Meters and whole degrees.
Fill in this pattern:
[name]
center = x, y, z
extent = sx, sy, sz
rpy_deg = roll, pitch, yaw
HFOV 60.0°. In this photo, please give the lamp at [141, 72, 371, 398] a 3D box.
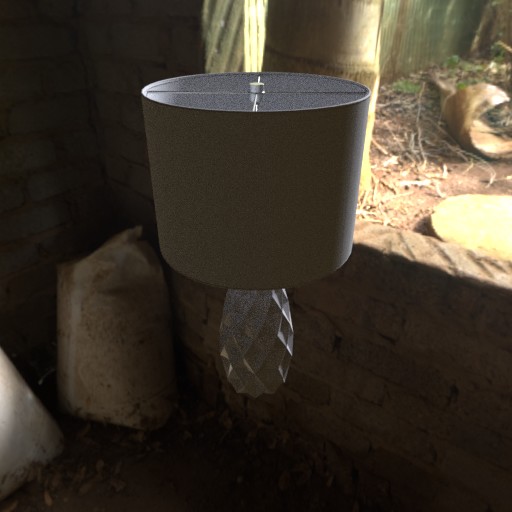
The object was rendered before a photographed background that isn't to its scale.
[lamp]
center = 0.000, 0.000, 0.713
extent = 0.297, 0.522, 0.297
rpy_deg = 0, 30, 0
